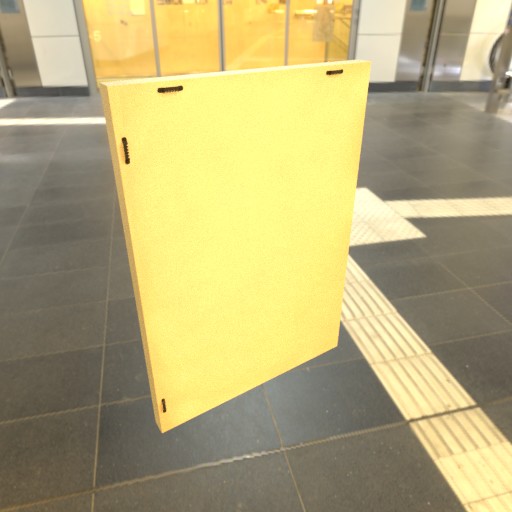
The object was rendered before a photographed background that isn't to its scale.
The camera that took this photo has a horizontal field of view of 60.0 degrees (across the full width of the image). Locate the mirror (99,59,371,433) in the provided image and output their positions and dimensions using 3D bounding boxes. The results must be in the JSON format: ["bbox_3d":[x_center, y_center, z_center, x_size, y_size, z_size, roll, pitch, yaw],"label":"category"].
[{"bbox_3d":[0.000,0.000,0.912,0.507,0.710,0.040,-18,35,-28],"label":"mirror"}]
